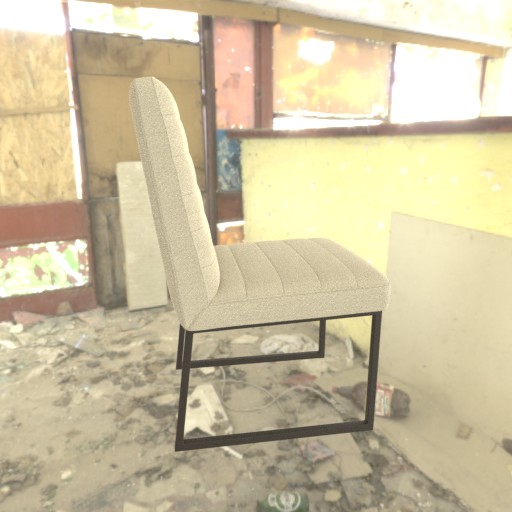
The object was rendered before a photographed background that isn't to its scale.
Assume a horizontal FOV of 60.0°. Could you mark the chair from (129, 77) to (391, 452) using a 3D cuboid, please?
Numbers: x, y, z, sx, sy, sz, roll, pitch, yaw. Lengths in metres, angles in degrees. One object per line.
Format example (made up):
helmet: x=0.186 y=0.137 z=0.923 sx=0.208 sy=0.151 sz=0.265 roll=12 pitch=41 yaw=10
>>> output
chair: x=0.000 y=0.000 z=1.316 sx=0.634 sy=0.930 sz=0.520 roll=-2 pitch=15 yaw=-9
